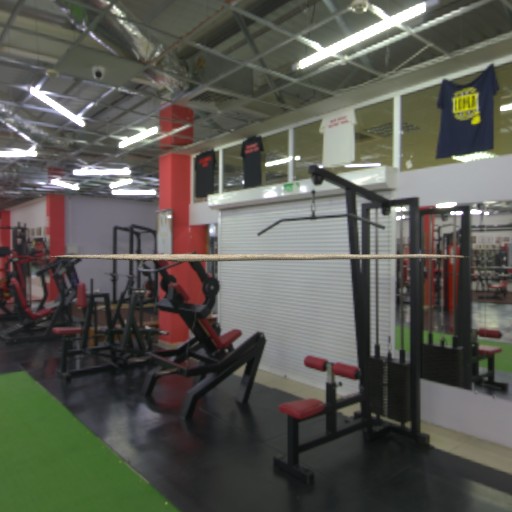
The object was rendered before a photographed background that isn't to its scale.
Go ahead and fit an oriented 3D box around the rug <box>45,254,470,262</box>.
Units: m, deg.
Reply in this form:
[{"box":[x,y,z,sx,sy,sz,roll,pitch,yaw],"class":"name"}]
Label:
[{"box":[0.000,0.000,4.049,3.061,0.034,2.426,0,1,-37],"class":"rug"}]
